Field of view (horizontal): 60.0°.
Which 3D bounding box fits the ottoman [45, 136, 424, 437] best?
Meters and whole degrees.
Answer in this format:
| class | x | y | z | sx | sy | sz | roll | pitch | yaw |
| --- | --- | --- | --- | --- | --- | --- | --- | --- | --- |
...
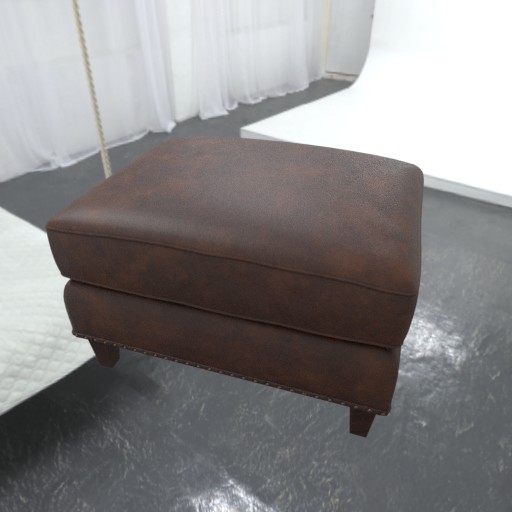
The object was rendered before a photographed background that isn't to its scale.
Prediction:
| class | x | y | z | sx | sy | sz | roll | pitch | yaw |
| --- | --- | --- | --- | --- | --- | --- | --- | --- | --- |
| ottoman | 0.000 | 0.000 | 1.118 | 0.742 | 0.486 | 0.586 | 10 | 34 | 15 |
